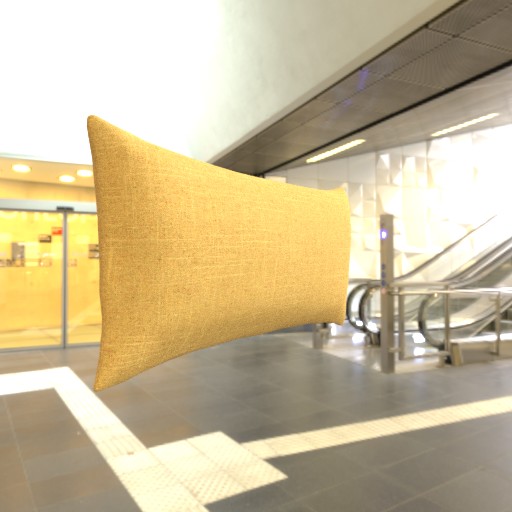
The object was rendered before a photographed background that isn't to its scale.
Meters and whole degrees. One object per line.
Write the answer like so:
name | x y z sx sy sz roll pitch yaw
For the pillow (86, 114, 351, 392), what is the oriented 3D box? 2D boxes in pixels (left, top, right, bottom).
pillow | 0.000 0.000 1.017 0.197 0.429 0.859 -1 -1 37
